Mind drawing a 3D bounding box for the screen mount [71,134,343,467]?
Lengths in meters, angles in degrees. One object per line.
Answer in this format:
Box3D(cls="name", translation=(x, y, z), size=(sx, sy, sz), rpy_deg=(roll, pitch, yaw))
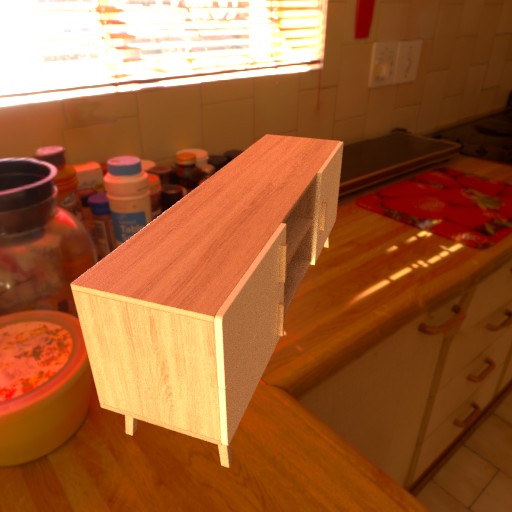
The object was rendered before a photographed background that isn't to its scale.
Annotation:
Box3D(cls="screen mount", translation=(0.000, 0.000, 1.768), size=(0.420, 0.570, 1.500), rpy_deg=(10, 31, 17))
